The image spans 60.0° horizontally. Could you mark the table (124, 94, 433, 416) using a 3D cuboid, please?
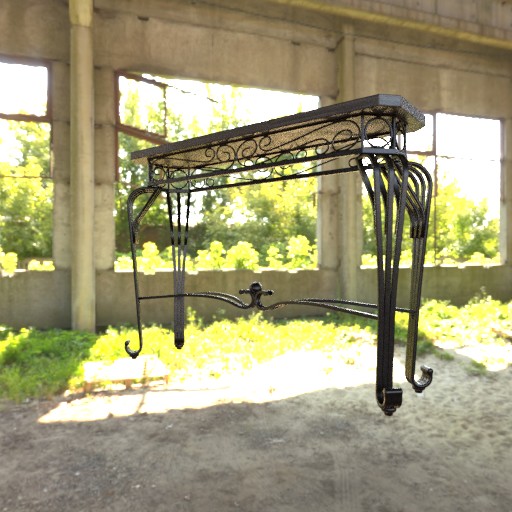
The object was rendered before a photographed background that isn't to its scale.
[{"bbox_3d":[0.000,0.000,1.517,1.112,0.800,0.329,0,0,38],"label":"table"}]
